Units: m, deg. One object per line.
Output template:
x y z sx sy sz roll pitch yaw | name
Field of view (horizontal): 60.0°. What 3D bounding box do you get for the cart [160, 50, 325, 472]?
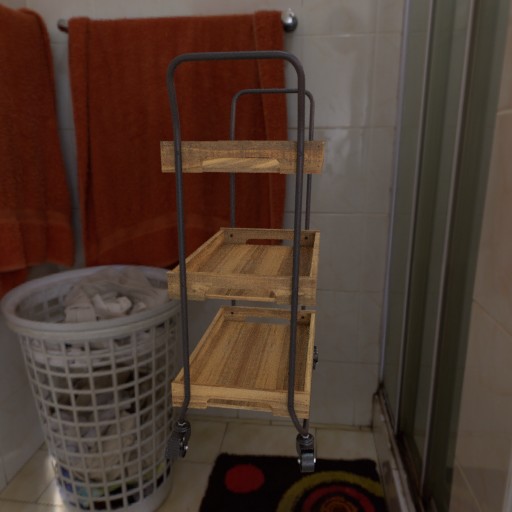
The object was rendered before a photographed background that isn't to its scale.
0.000 0.000 1.126 0.339 0.857 0.583 2 15 9 | cart
